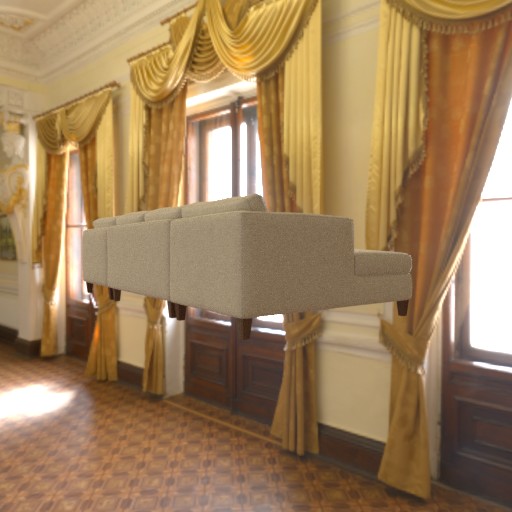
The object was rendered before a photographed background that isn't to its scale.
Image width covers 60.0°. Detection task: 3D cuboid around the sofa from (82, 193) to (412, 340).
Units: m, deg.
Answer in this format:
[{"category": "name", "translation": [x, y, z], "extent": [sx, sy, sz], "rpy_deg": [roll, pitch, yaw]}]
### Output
[{"category": "sofa", "translation": [0.000, 0.000, 4.434], "extent": [2.551, 0.853, 3.238], "rpy_deg": [-1, 1, -36]}]
